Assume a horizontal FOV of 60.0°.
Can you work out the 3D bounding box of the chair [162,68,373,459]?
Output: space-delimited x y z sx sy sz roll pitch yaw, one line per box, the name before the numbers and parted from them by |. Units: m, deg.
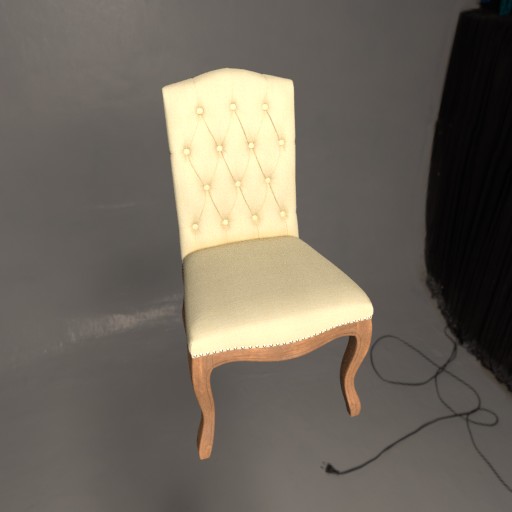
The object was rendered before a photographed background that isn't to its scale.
chair | 0.000 0.000 1.584 0.623 1.165 0.715 -10 32 -15
